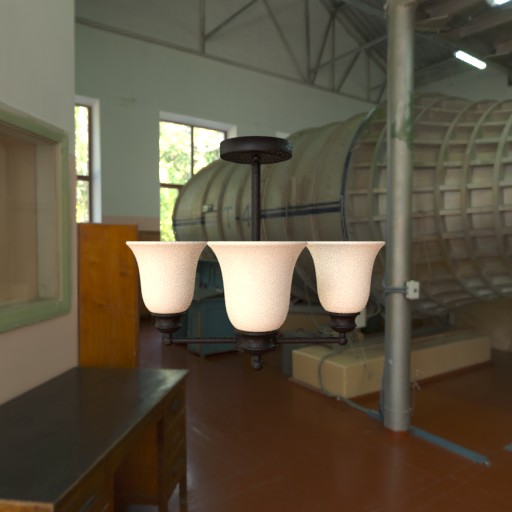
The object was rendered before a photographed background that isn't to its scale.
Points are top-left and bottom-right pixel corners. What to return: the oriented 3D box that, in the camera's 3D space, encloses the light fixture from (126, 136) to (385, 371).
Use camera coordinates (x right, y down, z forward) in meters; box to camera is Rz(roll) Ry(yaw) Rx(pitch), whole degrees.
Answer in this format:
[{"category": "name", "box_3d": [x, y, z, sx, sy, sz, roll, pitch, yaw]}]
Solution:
[{"category": "light fixture", "box_3d": [0.000, 0.000, 1.853, 1.069, 0.925, 1.069, 0, 2, -1]}]
